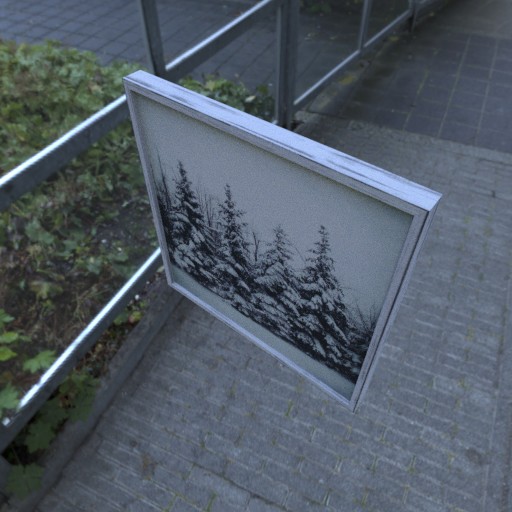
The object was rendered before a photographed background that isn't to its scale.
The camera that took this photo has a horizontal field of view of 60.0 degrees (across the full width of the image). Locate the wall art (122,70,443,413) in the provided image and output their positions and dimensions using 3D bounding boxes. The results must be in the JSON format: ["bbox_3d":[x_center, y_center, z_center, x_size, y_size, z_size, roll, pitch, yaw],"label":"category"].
[{"bbox_3d":[0.000,0.000,0.777,0.506,0.506,0.038,30,54,25],"label":"wall art"}]
